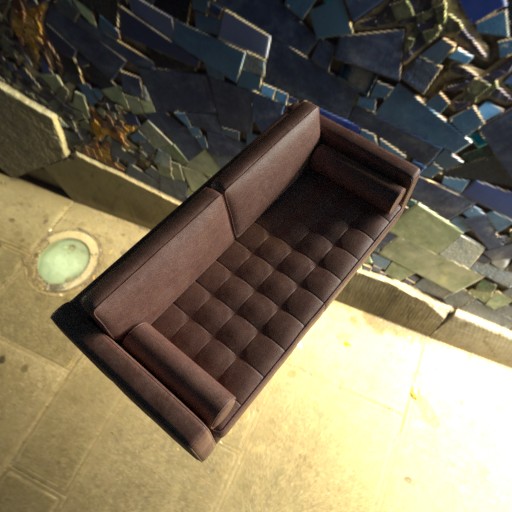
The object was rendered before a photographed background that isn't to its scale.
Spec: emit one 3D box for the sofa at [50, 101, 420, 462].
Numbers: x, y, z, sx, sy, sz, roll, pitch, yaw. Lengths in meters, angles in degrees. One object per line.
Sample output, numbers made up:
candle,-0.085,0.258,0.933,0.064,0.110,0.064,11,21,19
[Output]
sofa,0.000,0.000,2.366,0.910,0.760,1.870,35,65,19
